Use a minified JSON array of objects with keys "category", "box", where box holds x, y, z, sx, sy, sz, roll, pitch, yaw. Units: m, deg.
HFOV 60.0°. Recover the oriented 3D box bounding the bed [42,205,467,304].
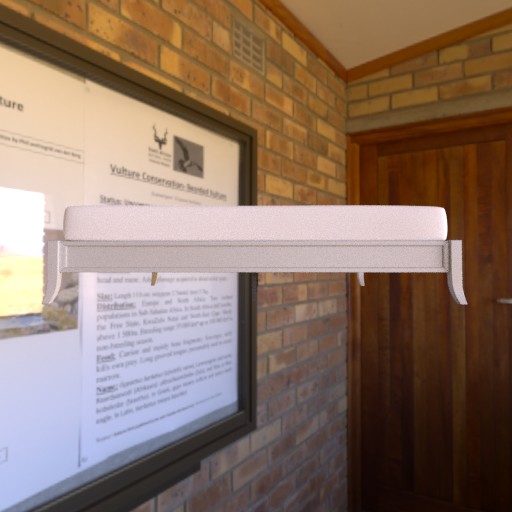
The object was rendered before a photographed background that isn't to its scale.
[{"category":"bed","box":[0.000,0.000,3.149,2.007,0.510,2.108,0,-1,1]}]
